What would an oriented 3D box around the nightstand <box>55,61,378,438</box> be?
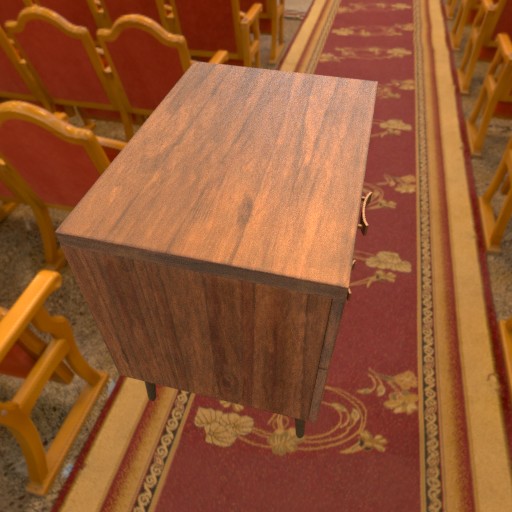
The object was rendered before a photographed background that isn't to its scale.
[{"bbox_3d":[0.000,0.000,1.038,0.458,0.610,0.610,10,48,10],"label":"nightstand"}]
